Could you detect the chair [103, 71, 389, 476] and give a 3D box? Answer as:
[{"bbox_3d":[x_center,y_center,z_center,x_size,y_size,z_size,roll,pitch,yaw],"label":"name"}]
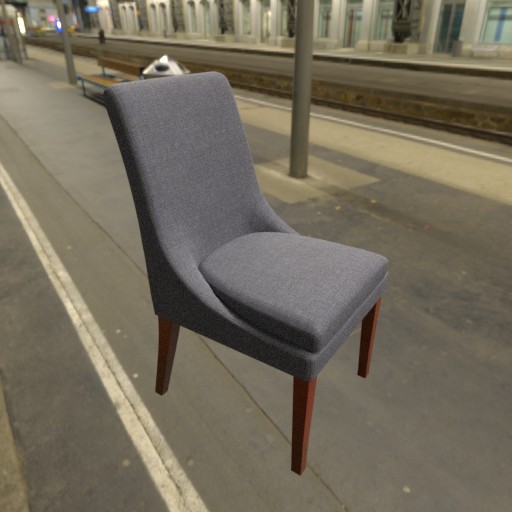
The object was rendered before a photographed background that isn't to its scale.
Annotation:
[{"bbox_3d":[0.000,0.000,1.310,0.655,0.952,0.508,18,33,30],"label":"chair"}]
